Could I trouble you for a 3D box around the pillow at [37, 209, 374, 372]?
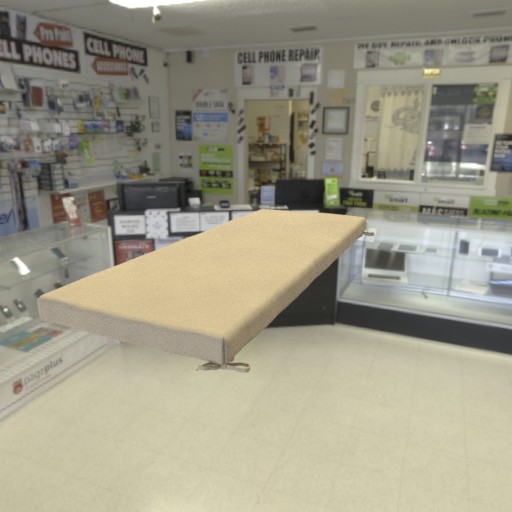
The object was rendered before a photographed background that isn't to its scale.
[{"bbox_3d":[0.000,0.000,1.329,0.492,0.081,1.187,8,18,24],"label":"pillow"}]
